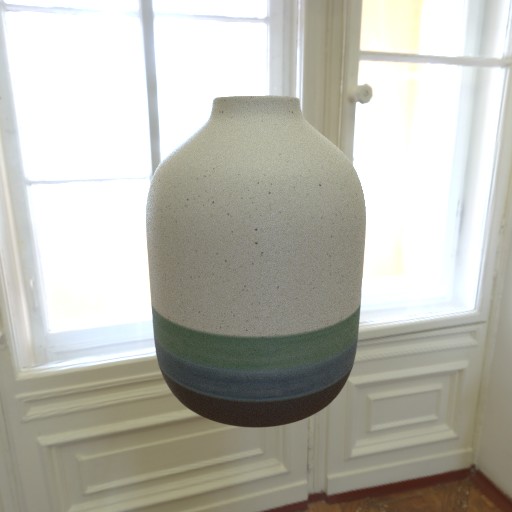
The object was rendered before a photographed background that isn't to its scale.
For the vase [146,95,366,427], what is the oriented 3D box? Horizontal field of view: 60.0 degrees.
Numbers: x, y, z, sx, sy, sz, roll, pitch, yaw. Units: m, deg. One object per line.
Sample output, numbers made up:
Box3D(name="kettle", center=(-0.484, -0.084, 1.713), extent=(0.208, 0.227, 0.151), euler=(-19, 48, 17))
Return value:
Box3D(name="vase", center=(0.000, 0.000, 0.357), extent=(0.169, 0.240, 0.169), euler=(0, 16, 0))
